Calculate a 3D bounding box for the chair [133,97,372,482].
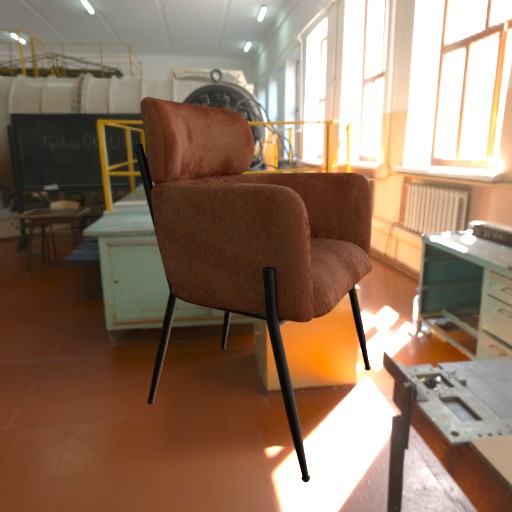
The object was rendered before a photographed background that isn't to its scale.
[{"bbox_3d":[0.000,0.000,1.143,0.523,0.772,0.561,7,15,26],"label":"chair"}]
